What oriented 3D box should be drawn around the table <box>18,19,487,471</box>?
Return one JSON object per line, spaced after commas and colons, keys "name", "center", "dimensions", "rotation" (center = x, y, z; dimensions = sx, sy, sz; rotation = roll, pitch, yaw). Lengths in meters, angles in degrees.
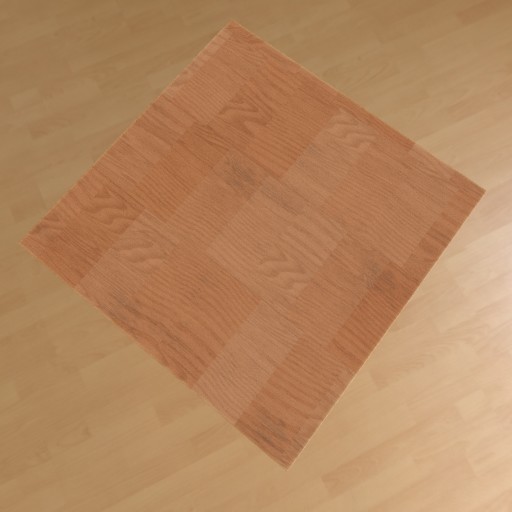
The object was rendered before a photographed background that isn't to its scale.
{"name": "table", "center": [0.000, 0.000, 1.348], "dimensions": [0.747, 0.738, 0.747], "rotation": [38, 79, 9]}
